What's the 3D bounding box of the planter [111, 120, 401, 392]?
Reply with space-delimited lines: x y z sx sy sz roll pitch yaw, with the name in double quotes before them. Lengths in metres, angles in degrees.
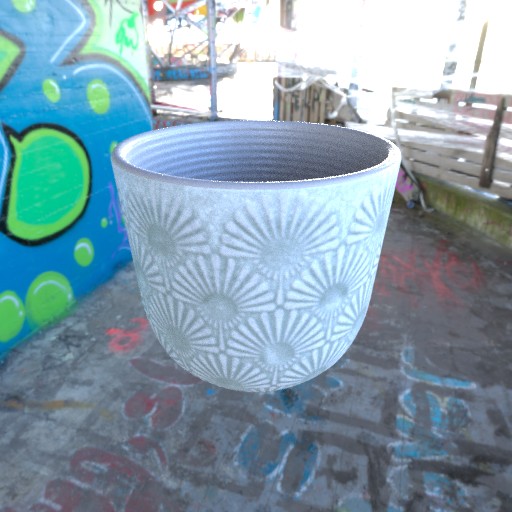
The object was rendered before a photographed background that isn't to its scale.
"planter" 0.000 0.000 0.302 0.170 0.152 0.170 0 26 0
